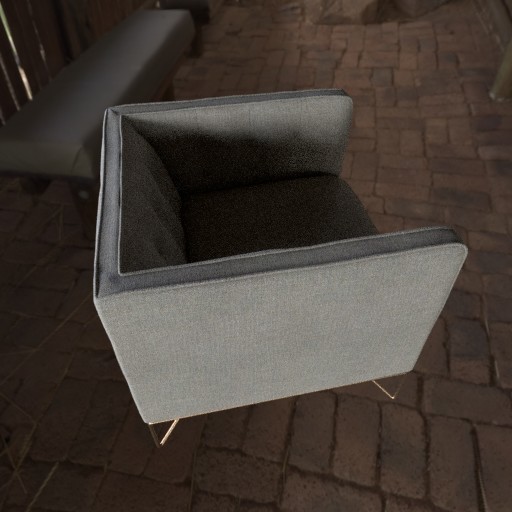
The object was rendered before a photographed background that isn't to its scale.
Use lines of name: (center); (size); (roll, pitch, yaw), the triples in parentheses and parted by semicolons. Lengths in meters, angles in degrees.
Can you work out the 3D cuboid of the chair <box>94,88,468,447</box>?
chair: (0.000, 0.000, 1.588); (0.912, 0.799, 0.920); (-8, 46, -8)
